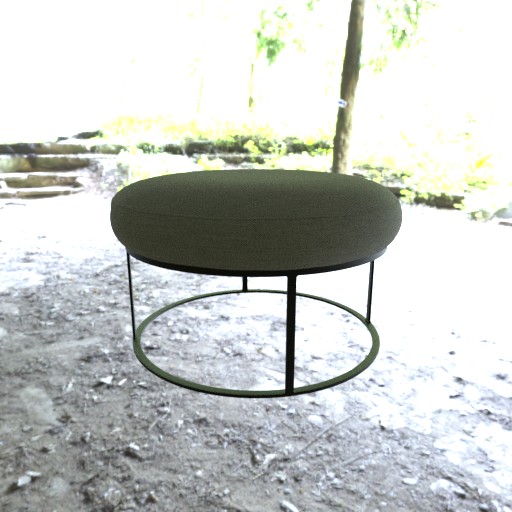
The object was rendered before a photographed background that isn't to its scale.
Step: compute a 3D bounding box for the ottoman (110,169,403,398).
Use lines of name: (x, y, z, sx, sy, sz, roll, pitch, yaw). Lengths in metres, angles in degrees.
ottoman: (0.000, 0.000, 1.254, 0.769, 0.459, 0.769, 0, 15, 0)
